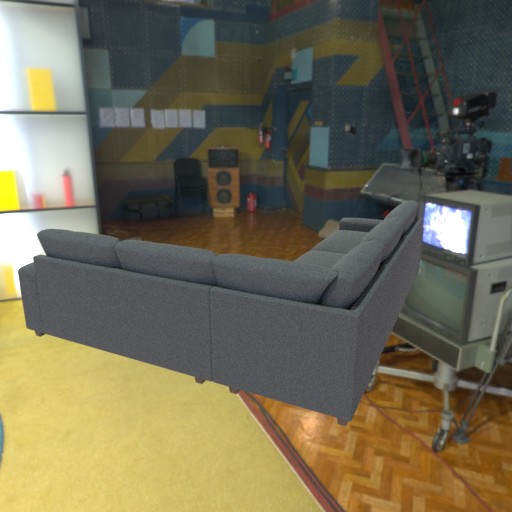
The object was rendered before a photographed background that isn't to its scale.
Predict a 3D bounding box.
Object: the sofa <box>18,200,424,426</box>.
[{"bbox_3d":[0.000,0.000,4.569,2.895,0.965,3.277,8,18,25],"label":"sofa"}]
